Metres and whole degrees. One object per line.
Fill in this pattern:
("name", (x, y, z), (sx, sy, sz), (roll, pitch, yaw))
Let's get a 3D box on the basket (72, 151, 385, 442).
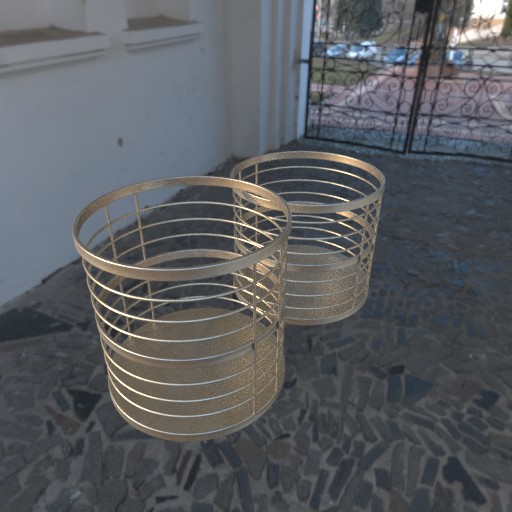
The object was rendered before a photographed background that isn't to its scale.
("basket", (0.000, 0.000, 0.961), (0.356, 0.351, 0.746), (21, 36, 31))
